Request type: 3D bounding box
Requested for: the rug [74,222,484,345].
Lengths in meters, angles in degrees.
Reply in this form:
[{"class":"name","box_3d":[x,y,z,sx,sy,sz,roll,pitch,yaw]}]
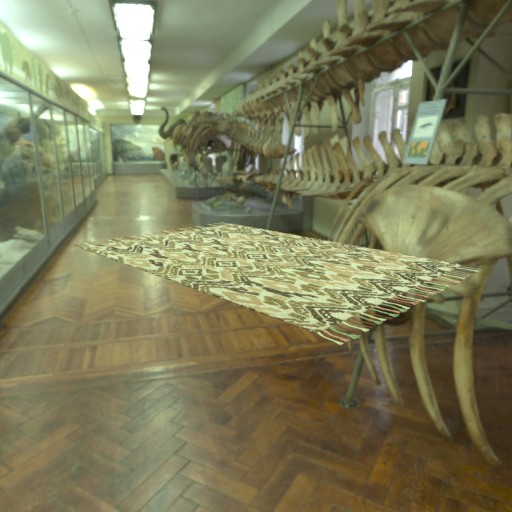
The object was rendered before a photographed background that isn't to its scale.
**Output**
[{"class":"rug","box_3d":[0.000,0.000,3.003,2.438,0.008,1.524,13,19,43]}]
